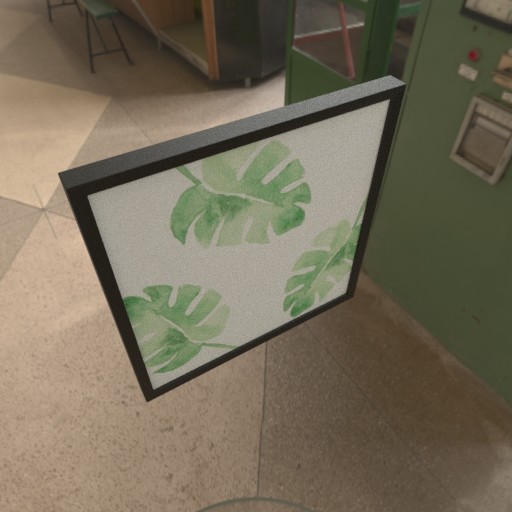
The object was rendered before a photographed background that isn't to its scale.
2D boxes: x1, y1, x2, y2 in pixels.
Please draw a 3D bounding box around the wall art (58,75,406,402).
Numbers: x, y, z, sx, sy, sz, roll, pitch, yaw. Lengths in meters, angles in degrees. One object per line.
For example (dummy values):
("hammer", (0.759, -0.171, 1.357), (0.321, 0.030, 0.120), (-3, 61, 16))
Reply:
("wall art", (0.000, 0.000, 0.768), (0.508, 0.508, 0.036), (-23, 50, -21))
